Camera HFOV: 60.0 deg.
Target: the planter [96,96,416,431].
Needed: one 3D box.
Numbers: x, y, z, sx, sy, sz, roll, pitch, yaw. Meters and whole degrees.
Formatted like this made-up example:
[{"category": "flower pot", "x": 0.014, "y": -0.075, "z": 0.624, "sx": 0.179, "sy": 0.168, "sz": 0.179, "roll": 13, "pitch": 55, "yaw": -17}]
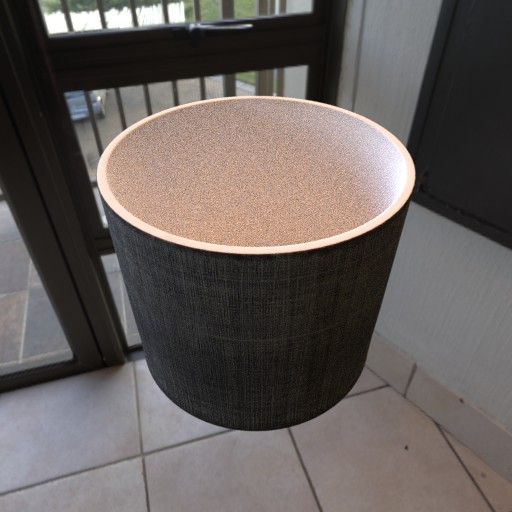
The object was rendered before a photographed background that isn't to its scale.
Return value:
[{"category": "planter", "x": 0.000, "y": 0.000, "z": 0.436, "sx": 0.254, "sy": 0.221, "sz": 0.254, "roll": 0, "pitch": 41, "yaw": 0}]
